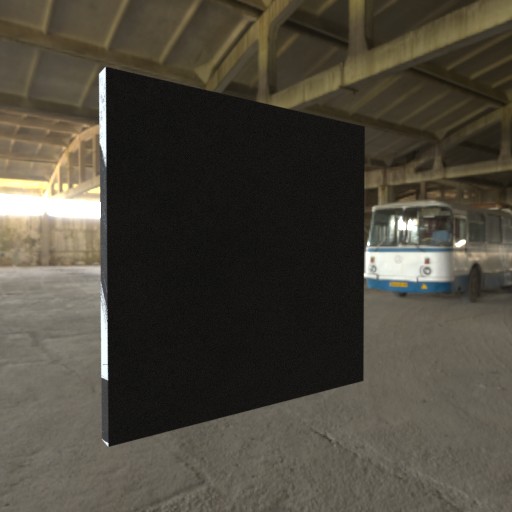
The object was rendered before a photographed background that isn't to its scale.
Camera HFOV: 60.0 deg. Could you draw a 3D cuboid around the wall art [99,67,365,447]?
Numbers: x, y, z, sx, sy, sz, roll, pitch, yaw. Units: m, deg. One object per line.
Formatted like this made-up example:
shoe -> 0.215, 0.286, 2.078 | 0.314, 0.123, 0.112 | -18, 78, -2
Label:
wall art -> 0.000, 0.000, 1.129 | 0.765, 0.765, 0.046 | -1, 1, -35
